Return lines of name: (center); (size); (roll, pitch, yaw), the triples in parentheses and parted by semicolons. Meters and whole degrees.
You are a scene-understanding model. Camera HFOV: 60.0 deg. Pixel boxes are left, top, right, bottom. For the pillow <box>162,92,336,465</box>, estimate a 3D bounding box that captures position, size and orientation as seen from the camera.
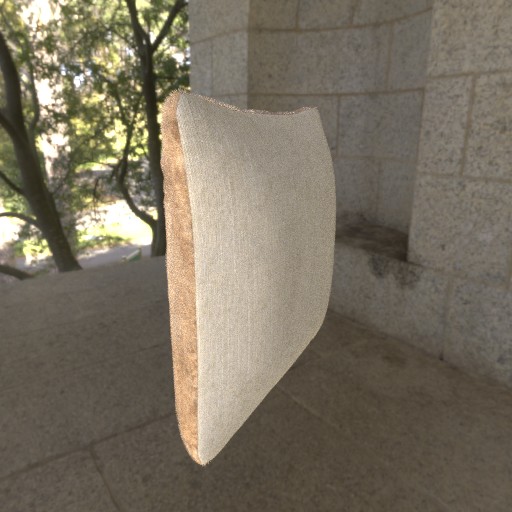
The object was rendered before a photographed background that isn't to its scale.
pillow: (0.000, 0.000, 0.787); (0.216, 0.525, 0.538); (8, 18, 24)
